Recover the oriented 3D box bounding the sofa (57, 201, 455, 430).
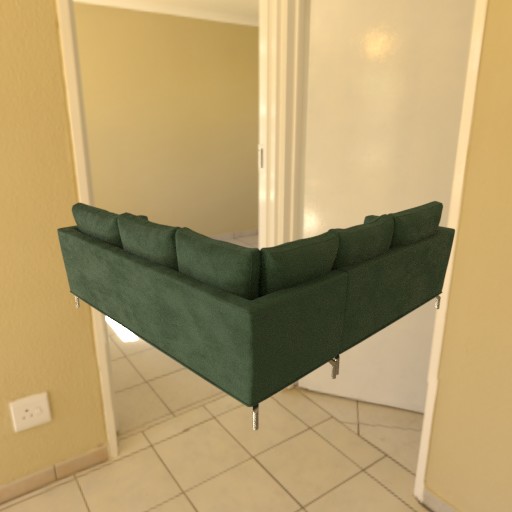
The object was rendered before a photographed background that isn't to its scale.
[{"bbox_3d":[0.000,0.000,3.907,2.468,1.004,2.452,-16,23,-42],"label":"sofa"}]
